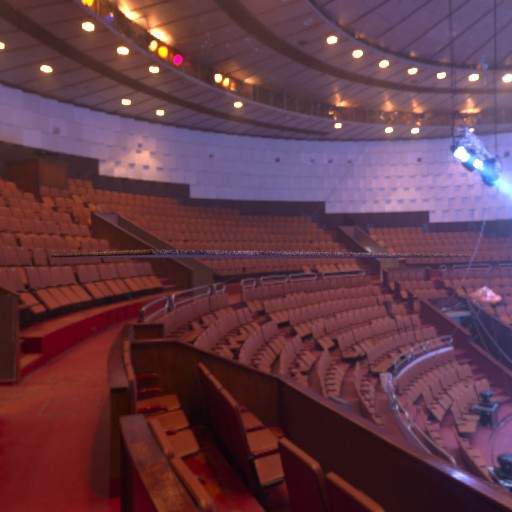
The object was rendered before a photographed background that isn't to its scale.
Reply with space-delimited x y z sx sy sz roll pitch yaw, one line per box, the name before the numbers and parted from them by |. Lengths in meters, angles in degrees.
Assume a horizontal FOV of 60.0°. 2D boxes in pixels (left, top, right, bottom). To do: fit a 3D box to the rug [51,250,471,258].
rug | 0.000 0.000 4.040 3.000 0.025 2.401 0 -1 -36
